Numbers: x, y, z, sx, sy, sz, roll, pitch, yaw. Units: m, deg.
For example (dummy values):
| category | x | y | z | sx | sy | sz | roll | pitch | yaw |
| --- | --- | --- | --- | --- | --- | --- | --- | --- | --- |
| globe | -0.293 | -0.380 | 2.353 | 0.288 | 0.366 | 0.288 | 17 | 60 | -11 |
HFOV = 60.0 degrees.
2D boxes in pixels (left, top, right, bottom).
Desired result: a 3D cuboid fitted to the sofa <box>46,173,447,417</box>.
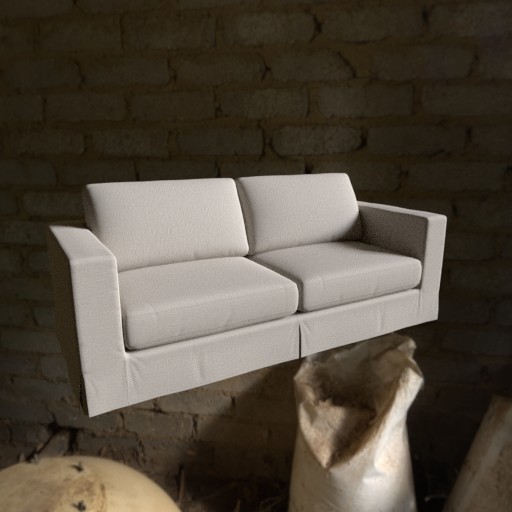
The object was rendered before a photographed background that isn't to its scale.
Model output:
| category | x | y | z | sx | sy | sz | roll | pitch | yaw |
| --- | --- | --- | --- | --- | --- | --- | --- | --- | --- |
| sofa | 0.000 | 0.000 | 2.601 | 2.163 | 0.881 | 0.954 | -8 | 17 | -28 |
